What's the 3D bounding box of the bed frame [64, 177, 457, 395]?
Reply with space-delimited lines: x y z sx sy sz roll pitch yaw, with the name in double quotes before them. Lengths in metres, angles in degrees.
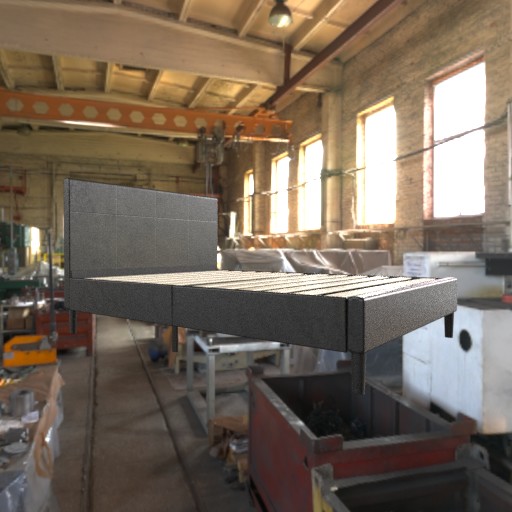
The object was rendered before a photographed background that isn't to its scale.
"bed frame" 0.000 0.000 2.926 2.152 1.046 1.469 1 1 37
